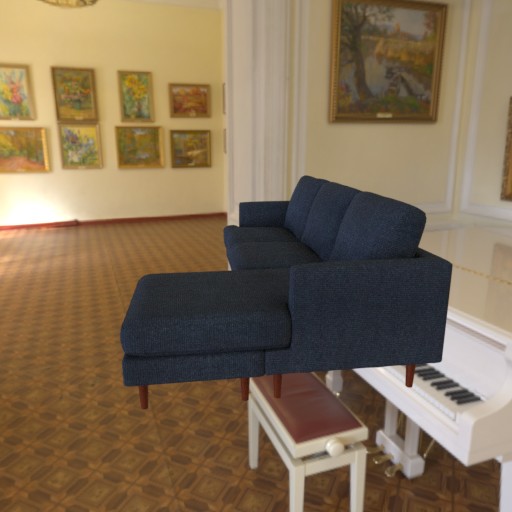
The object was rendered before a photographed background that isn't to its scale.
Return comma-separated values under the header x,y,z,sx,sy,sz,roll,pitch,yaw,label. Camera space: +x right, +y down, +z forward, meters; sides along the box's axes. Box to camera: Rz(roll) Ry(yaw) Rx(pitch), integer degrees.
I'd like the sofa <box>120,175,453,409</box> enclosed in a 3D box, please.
x,y,z,sx,sy,sz,roll,pitch,yaw,label
0.000,0.000,3.033,1.504,0.956,2.233,-2,15,-8,sofa
